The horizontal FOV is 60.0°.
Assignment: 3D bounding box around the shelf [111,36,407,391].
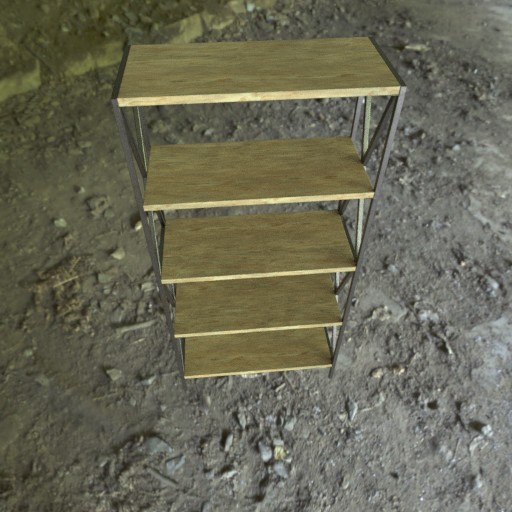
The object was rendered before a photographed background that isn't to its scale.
[{"bbox_3d":[0.000,0.000,2.087,0.874,1.803,0.386,-4,47,-3],"label":"shelf"}]
